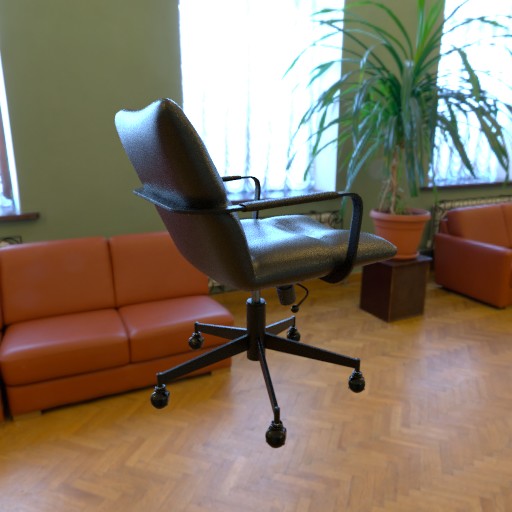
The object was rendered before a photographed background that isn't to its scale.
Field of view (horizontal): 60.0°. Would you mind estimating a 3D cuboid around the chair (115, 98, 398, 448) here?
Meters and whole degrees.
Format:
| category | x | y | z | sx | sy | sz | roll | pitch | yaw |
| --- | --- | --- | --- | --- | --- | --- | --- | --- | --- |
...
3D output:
| category | x | y | z | sx | sy | sz | roll | pitch | yaw |
| --- | --- | --- | --- | --- | --- | --- | --- | --- | --- |
| chair | 0.000 | 0.000 | 1.452 | 0.748 | 0.922 | 0.719 | -7 | 17 | -26 |
